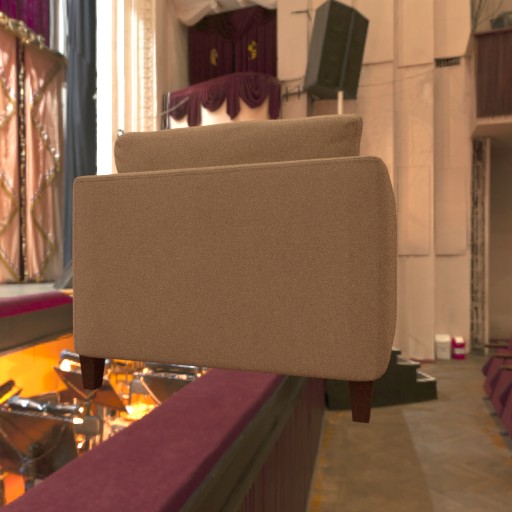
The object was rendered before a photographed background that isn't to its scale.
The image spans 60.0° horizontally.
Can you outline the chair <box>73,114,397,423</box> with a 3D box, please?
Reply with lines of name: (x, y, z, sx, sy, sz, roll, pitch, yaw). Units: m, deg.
chair: (0.000, 0.000, 1.845, 1.107, 0.961, 0.959, 0, 0, 19)
